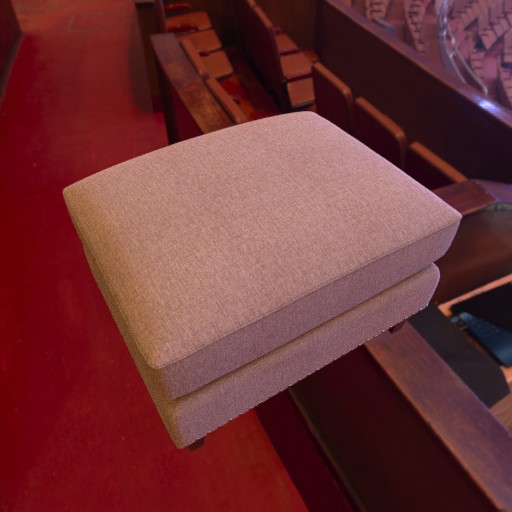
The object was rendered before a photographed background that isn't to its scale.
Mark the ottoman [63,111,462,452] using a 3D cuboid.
[{"bbox_3d":[0.000,0.000,1.130,0.741,0.513,0.584,-24,50,-21],"label":"ottoman"}]
